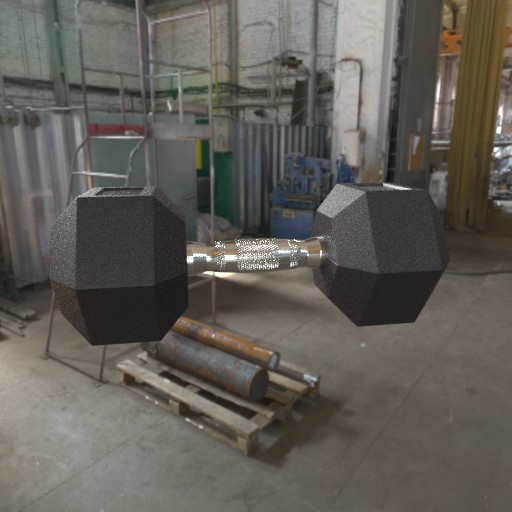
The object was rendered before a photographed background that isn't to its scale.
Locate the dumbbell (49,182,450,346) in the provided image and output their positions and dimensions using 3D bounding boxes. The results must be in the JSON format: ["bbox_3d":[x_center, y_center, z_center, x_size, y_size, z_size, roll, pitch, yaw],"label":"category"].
[{"bbox_3d":[0.000,0.000,0.408,0.337,0.123,0.142,-2,15,-9],"label":"dumbbell"}]
